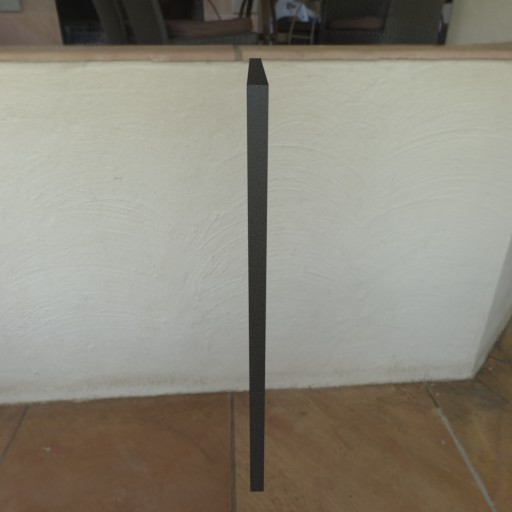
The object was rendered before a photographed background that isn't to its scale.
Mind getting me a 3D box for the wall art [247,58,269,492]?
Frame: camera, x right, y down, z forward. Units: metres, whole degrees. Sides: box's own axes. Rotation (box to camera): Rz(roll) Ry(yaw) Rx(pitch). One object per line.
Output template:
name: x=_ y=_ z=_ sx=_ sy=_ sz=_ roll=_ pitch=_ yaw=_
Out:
wall art: x=0.000 y=0.000 z=1.352 sx=0.038 sy=1.062 sz=0.806 roll=0 pitch=27 yaw=0
